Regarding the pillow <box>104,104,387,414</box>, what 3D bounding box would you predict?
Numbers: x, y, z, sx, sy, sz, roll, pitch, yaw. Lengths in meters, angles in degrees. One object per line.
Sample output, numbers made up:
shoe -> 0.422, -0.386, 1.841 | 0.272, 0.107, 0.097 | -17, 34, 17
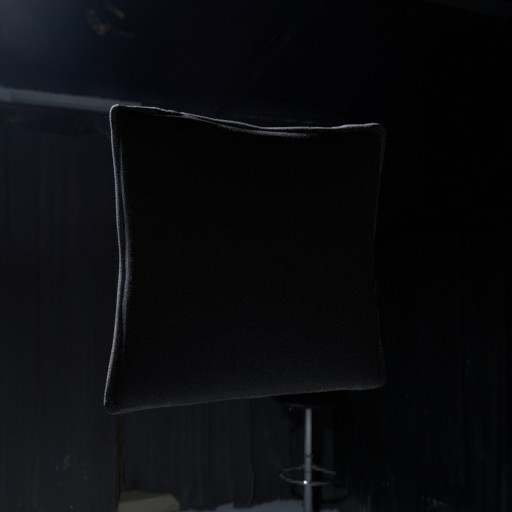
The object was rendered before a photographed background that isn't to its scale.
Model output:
pillow -> 0.000, 0.000, 0.807 | 0.522, 0.520, 0.204 | 0, 0, -18
